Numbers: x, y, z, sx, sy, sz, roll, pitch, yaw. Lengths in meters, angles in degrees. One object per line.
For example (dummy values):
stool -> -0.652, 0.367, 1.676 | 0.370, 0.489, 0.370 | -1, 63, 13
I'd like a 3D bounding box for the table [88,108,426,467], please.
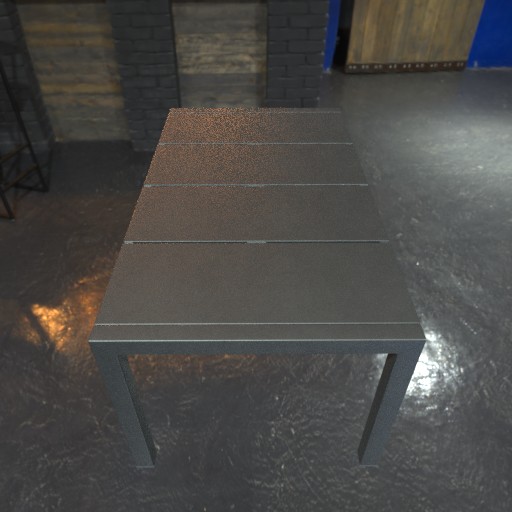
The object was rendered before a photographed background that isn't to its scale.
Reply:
table -> 0.000, 0.000, 1.242 | 0.559, 0.460, 0.965 | 0, 41, 0
